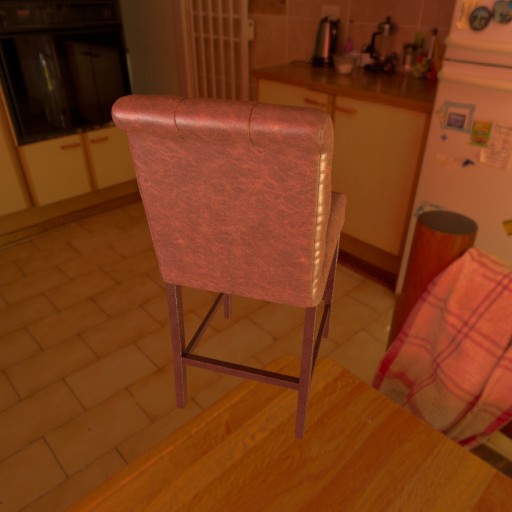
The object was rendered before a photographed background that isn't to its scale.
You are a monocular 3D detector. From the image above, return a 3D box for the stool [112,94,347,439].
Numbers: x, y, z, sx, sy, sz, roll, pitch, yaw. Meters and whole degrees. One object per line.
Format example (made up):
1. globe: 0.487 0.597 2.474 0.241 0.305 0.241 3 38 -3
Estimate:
1. stool: 0.000 0.000 1.416 0.486 1.084 0.660 9 33 14
